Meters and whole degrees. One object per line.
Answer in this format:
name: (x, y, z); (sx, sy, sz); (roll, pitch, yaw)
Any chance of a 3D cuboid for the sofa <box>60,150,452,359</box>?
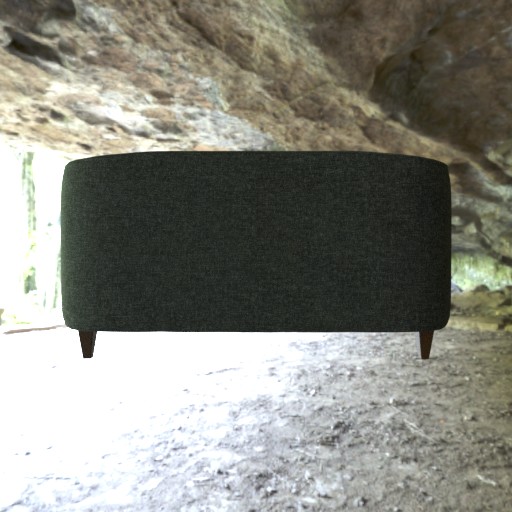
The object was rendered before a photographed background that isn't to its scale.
sofa: (0.000, 0.000, 2.219); (1.733, 0.855, 0.941); (0, 1, 0)
